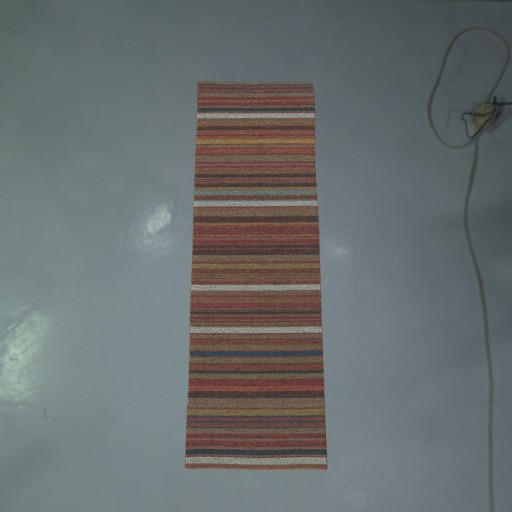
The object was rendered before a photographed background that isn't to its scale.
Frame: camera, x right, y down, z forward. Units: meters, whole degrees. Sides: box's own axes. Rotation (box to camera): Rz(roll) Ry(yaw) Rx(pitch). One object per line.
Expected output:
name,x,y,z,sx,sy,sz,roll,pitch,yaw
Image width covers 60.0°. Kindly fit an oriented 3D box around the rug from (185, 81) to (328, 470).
rug,0.000,0.000,2.743,0.799,0.030,2.444,0,77,0
